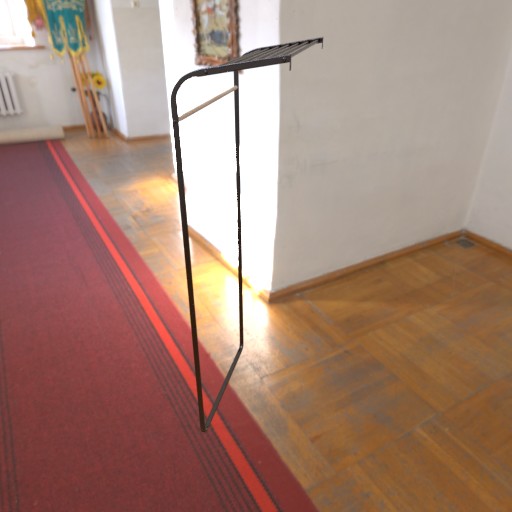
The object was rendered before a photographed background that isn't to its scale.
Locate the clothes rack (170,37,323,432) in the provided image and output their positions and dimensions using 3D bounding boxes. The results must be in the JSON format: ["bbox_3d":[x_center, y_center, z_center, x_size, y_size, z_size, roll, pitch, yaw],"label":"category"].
[{"bbox_3d":[0.000,0.000,1.808,0.349,1.574,0.609,8,31,13],"label":"clothes rack"}]
